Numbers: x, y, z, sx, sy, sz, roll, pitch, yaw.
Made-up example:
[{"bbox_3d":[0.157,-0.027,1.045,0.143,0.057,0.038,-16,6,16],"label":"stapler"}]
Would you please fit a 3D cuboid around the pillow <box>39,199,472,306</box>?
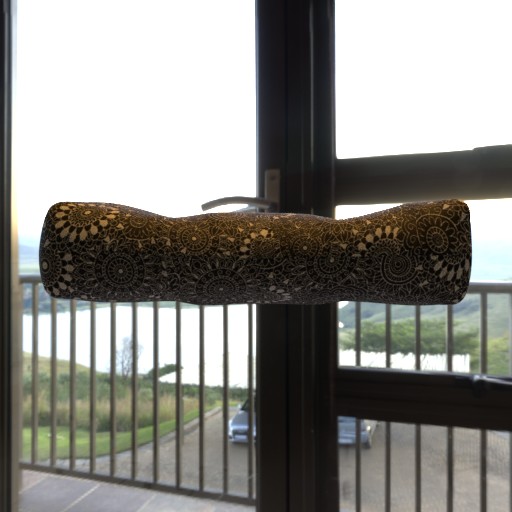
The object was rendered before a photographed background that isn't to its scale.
[{"bbox_3d":[0.000,0.000,0.702,0.490,0.128,0.468,0,-1,-1],"label":"pillow"}]
